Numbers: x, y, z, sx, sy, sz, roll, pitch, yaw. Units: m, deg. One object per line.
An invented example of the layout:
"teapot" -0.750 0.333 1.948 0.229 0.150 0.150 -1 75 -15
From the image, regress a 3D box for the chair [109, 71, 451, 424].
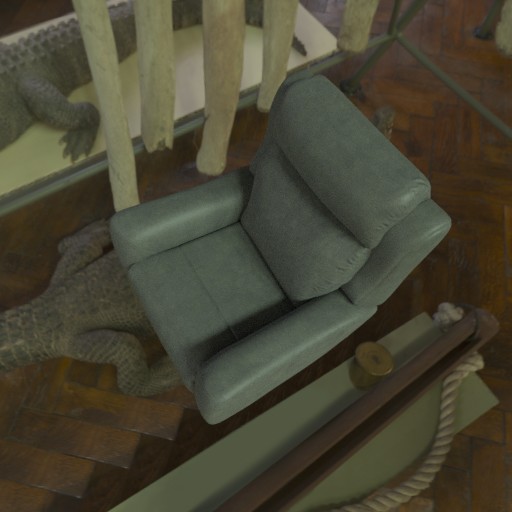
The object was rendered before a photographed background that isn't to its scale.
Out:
"chair" 0.000 0.000 1.933 1.068 1.116 0.965 -29 67 -14
